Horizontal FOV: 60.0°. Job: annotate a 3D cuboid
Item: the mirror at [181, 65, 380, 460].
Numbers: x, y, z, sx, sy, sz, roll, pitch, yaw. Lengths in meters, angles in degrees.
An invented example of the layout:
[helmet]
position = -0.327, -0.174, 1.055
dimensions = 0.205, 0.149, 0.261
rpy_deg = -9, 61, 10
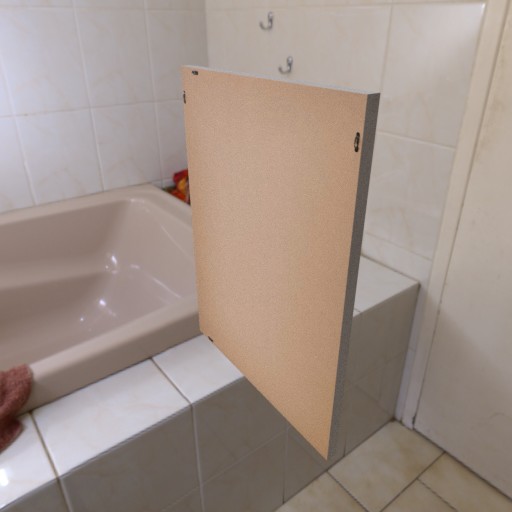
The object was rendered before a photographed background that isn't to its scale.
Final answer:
[mirror]
position = 0.000, 0.000, 1.343
dimensions = 0.041, 1.016, 0.762
rpy_deg = -18, 33, -31
